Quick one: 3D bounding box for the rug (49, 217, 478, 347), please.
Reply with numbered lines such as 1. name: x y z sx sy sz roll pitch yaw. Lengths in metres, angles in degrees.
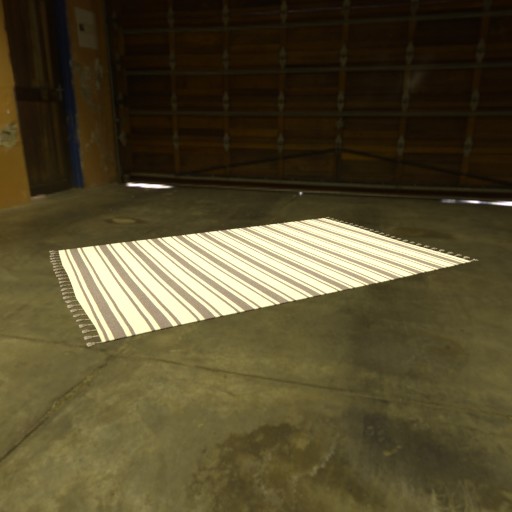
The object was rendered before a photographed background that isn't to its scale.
1. rug: 0.000 0.000 2.951 2.425 0.014 1.563 -9 19 -27
